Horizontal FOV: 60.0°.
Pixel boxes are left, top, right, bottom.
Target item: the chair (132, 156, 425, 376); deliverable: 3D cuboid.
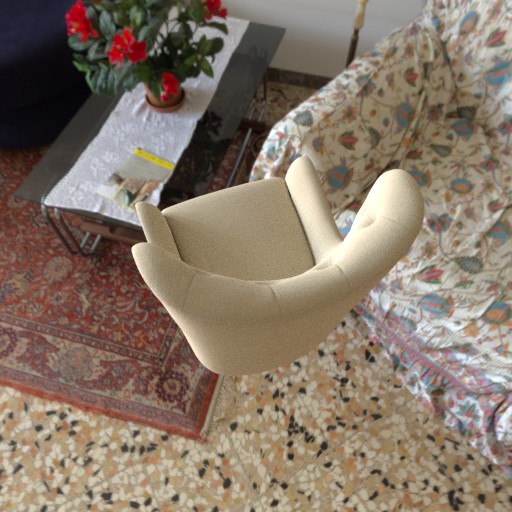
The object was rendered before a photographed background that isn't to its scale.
[{"bbox_3d":[0.000,0.000,1.767,0.831,1.079,0.929,-17,60,-10],"label":"chair"}]
